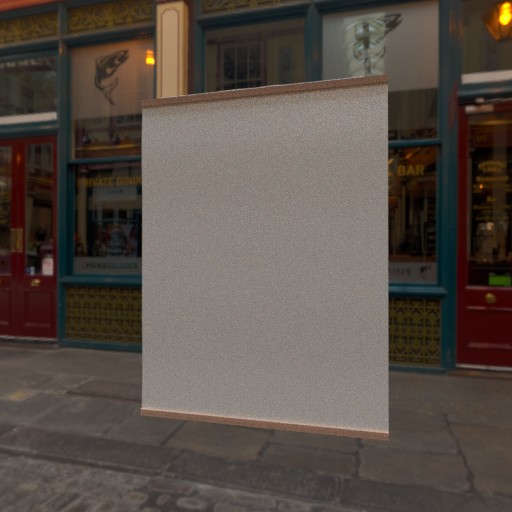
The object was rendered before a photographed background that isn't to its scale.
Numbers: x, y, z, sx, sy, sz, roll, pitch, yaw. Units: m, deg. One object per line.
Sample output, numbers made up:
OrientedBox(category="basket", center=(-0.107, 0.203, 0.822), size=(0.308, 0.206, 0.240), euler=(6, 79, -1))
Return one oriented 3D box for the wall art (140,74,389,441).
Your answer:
OrientedBox(category="wall art", center=(0.000, 0.000, 1.325), size=(0.758, 1.013, 0.020), euler=(0, -1, 15))
